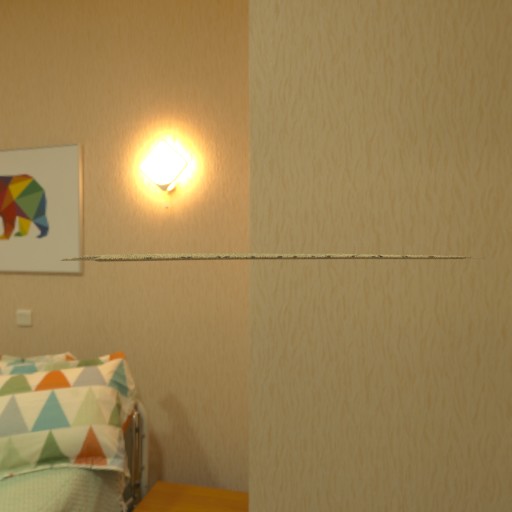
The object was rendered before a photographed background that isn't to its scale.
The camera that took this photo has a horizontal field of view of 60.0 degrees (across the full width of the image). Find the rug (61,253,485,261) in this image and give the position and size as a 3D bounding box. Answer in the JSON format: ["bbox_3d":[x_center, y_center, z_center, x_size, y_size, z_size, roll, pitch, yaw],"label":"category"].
[{"bbox_3d":[0.000,0.000,4.268,3.213,0.030,2.388,0,1,-17],"label":"rug"}]
